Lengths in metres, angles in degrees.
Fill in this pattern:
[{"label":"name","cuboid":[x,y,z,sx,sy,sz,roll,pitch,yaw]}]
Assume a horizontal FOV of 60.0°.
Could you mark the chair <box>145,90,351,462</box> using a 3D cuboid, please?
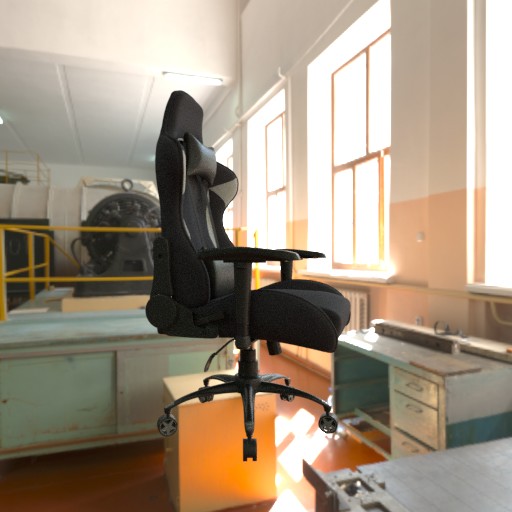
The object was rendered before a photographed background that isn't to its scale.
[{"label":"chair","cuboid":[0.000,0.000,1.711,0.695,1.300,0.730,0,0,16]}]
